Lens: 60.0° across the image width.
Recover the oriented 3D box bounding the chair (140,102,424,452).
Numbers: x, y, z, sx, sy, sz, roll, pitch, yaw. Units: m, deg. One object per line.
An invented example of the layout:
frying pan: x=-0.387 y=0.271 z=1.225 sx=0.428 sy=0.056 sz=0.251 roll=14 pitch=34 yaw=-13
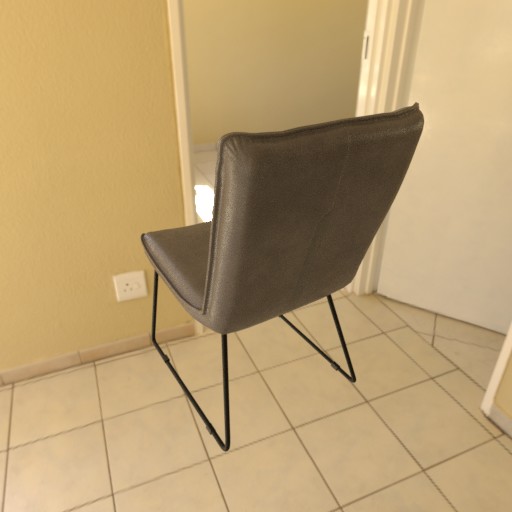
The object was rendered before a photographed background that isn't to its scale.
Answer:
chair: x=0.000 y=0.000 z=1.320 sx=0.515 sy=0.932 sz=0.688 roll=-18 pitch=34 yaw=-28
